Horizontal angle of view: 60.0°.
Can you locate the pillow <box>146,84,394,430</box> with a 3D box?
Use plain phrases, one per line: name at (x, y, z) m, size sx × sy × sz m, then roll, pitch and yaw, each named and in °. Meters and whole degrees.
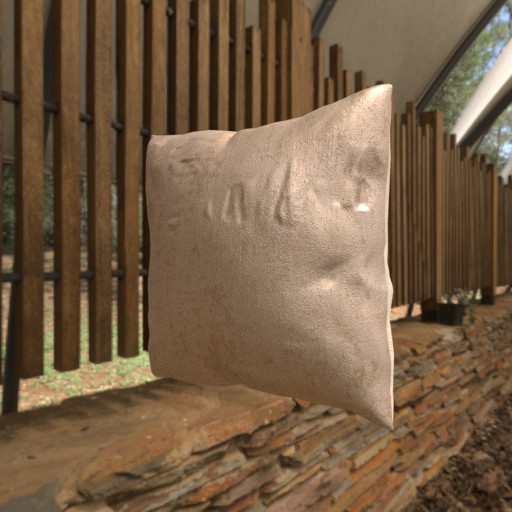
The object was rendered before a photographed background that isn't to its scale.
pillow at (0.000, 0.000, 0.704) m, size 0.450 × 0.448 × 0.245 m, roll 0°, pitch 0°, yaw 36°
